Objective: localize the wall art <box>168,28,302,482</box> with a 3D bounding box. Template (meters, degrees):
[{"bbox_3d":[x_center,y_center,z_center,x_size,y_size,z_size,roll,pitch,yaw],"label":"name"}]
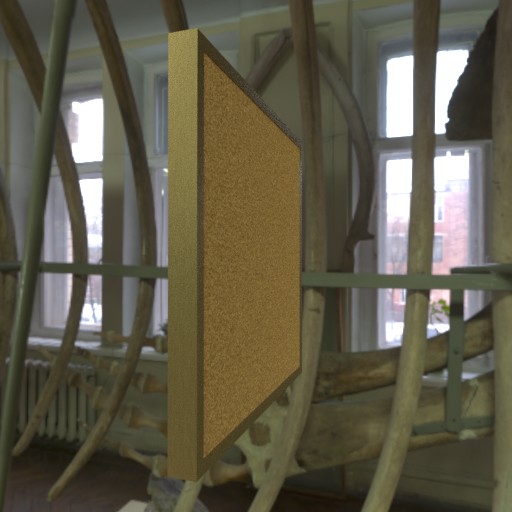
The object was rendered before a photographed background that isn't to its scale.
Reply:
[{"bbox_3d":[0.000,0.000,0.743,0.037,0.509,0.510,0,-1,19],"label":"wall art"}]
